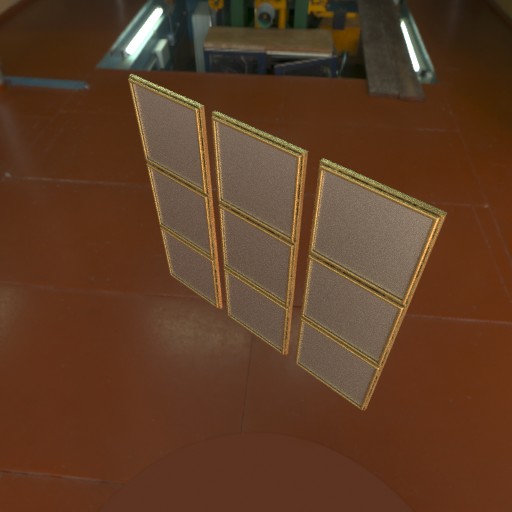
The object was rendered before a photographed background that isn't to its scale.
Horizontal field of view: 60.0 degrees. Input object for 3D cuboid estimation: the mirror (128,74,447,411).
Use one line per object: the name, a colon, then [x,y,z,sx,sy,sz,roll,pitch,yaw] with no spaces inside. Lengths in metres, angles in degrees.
mirror: [0.000,0.000,1.470,1.011,0.926,0.023,31,54,26]
